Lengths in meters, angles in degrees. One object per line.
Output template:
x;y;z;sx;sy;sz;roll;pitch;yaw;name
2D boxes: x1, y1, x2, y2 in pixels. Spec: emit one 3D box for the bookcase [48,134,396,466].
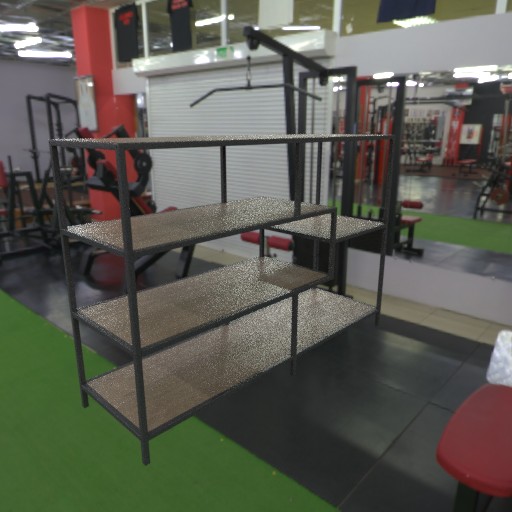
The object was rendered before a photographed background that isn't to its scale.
0.000;0.000;1.500;0.350;0.780;1.140;15;22;42;bookcase
